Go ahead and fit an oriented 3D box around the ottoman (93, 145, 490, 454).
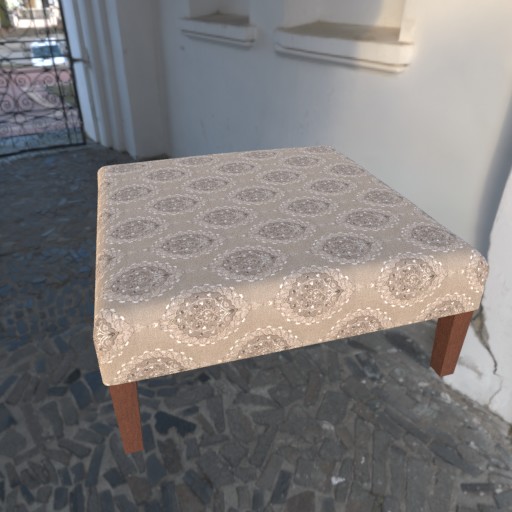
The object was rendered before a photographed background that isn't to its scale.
[{"bbox_3d":[0.000,0.000,1.358,0.890,0.411,0.889,-9,32,-14],"label":"ottoman"}]
